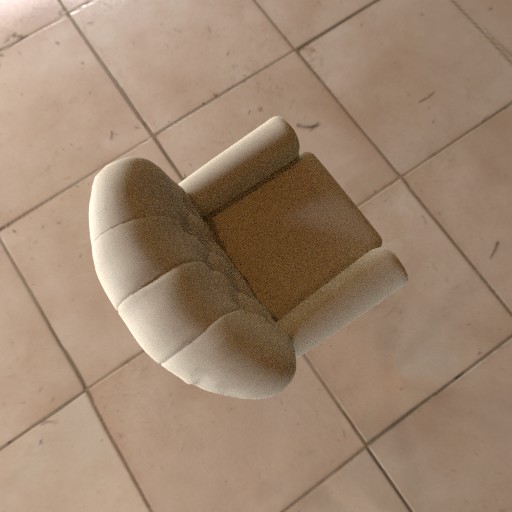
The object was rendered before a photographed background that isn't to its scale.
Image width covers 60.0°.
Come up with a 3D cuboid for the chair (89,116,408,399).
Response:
[{"bbox_3d":[0.000,0.000,2.053,1.132,1.169,1.035,-35,79,-8],"label":"chair"}]
